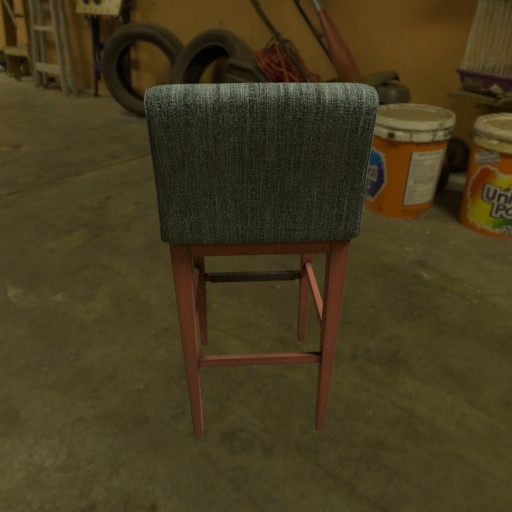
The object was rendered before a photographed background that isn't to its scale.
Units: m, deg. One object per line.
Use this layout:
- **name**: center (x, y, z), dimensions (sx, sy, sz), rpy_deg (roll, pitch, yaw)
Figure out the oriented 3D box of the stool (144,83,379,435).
- **stool**: center (0.000, 0.000, 1.225), dimensions (0.426, 0.965, 0.499), rpy_deg (-2, 30, -3)
